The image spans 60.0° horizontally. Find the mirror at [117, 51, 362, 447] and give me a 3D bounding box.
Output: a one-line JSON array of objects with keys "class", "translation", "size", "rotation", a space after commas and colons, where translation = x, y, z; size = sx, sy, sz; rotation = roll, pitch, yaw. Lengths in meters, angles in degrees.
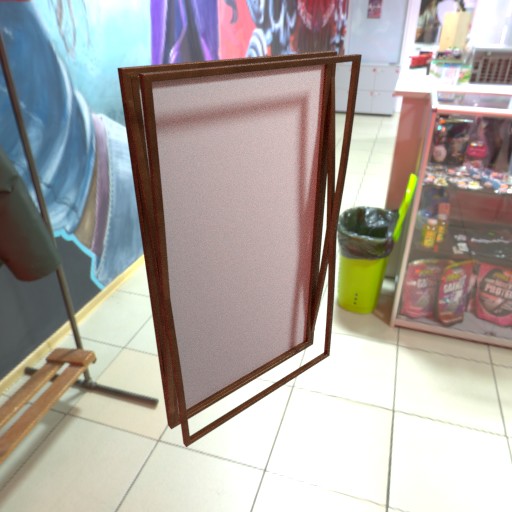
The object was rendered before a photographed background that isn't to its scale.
[{"class": "mirror", "translation": [0.000, 0.000, 0.944], "size": [0.468, 0.768, 0.082], "rotation": [-22, 36, -34]}]
